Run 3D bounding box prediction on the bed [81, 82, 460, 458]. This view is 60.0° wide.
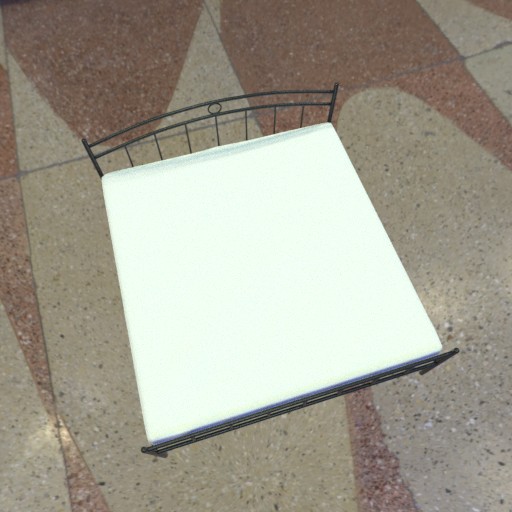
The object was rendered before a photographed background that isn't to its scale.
[{"bbox_3d":[0.000,0.000,3.040,1.880,0.940,2.040,-15,64,-7],"label":"bed"}]
